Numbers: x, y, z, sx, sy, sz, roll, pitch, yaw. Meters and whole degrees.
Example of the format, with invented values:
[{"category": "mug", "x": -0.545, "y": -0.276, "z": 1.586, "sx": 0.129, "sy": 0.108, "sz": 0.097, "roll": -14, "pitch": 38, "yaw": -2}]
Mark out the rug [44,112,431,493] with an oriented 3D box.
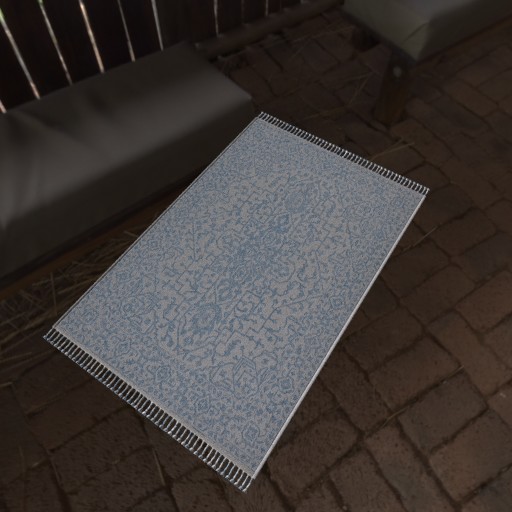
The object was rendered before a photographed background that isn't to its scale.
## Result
[{"category": "rug", "x": 0.000, "y": 0.000, "z": 3.034, "sx": 1.524, "sy": 0.010, "sz": 2.438, "roll": 30, "pitch": 63, "yaw": 17}]
